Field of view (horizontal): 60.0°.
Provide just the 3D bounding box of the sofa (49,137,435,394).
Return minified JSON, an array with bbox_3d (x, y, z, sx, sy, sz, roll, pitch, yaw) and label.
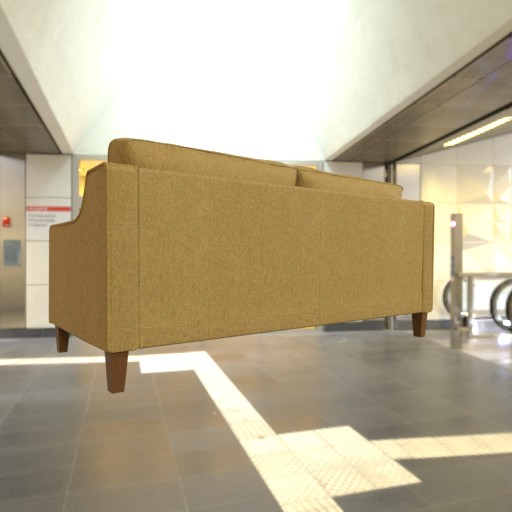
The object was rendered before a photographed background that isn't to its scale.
[{"bbox_3d":[0.000,0.000,2.742,2.181,1.074,1.073,0,0,-36],"label":"sofa"}]
